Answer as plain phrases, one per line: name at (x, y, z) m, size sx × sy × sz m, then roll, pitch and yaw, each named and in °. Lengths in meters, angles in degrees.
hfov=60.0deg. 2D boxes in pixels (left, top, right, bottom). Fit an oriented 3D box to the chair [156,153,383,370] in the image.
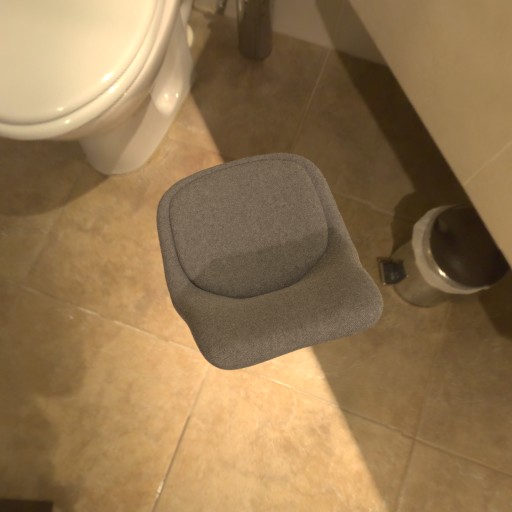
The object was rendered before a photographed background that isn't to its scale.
chair at (0.000, 0.000, 1.211) m, size 0.483 × 0.865 × 0.550 m, roll -16°, pitch 77°, yaw -4°
